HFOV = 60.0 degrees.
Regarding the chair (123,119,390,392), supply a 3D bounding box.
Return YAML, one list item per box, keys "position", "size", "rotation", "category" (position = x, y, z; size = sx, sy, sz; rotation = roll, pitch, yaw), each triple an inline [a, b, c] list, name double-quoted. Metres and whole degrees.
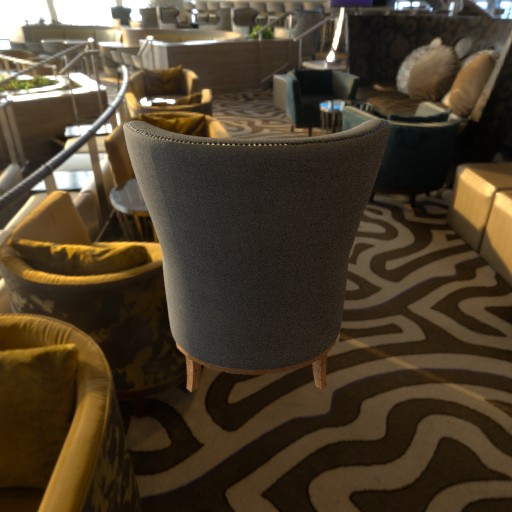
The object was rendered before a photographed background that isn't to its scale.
- position: [0.000, 0.000, 1.828]
  size: [0.864, 1.176, 0.883]
  rotation: [-1, 30, -1]
  category: "chair"
